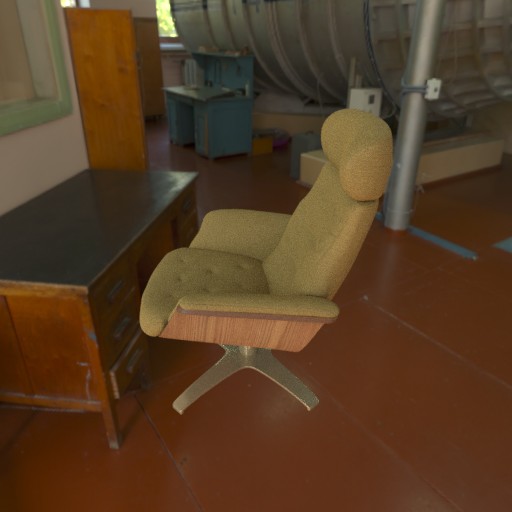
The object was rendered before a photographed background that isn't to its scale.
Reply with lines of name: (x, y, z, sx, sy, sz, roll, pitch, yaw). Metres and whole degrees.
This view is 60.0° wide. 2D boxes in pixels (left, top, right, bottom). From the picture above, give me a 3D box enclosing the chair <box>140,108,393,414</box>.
chair: (0.000, 0.000, 1.621, 0.837, 0.995, 0.785, 0, 27, 0)
